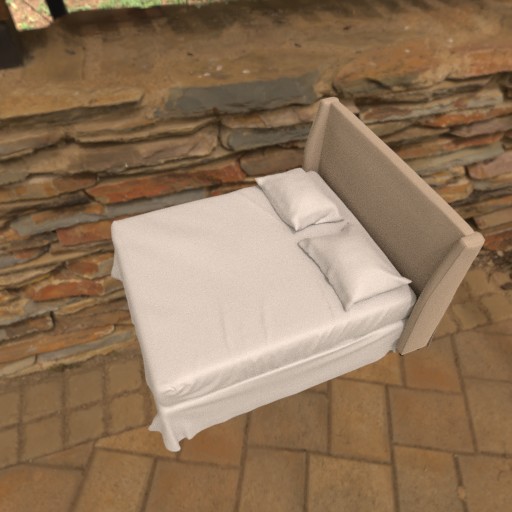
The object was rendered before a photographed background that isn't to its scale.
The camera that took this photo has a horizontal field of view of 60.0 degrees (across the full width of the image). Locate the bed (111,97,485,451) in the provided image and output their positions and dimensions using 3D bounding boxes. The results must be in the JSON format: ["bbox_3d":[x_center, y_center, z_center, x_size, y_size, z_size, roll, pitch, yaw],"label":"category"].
[{"bbox_3d":[0.000,0.000,3.471,2.276,1.332,1.925,-17,50,-15],"label":"bed"}]
